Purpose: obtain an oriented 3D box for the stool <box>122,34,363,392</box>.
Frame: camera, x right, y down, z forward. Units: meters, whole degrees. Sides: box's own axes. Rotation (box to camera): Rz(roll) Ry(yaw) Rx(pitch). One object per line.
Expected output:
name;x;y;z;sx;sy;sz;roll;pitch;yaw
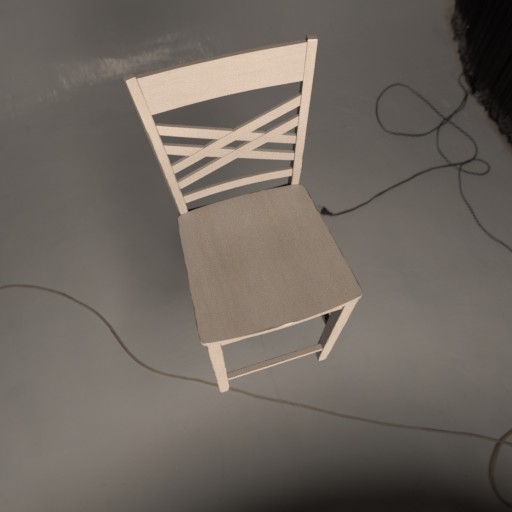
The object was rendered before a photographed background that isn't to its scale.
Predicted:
stool;0.000;0.000;1.380;0.462;1.079;0.539;-16;64;-8
